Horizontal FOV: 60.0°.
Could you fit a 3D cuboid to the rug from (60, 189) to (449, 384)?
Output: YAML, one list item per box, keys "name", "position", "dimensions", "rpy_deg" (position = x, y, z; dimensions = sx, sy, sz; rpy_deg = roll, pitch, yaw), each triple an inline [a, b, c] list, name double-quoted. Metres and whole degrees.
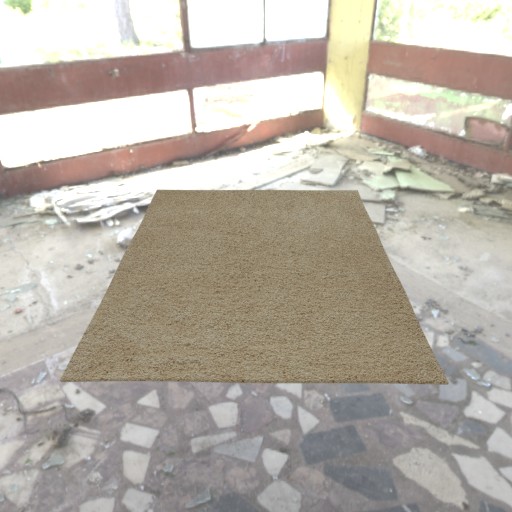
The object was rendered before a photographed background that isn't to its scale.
- name: "rug"
  position: [0.000, 0.000, 4.018]
  dimensions: [2.400, 0.025, 3.000]
  rpy_deg: [0, 31, 0]
